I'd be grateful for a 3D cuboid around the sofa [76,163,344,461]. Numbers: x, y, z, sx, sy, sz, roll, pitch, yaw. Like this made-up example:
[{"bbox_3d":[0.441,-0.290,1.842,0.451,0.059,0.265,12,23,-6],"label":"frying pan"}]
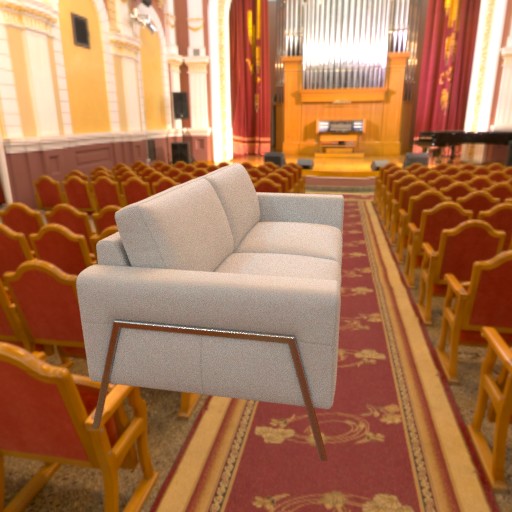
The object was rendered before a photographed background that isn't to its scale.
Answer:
[{"bbox_3d":[0.000,0.000,2.490,0.953,0.875,2.017,3,18,11],"label":"sofa"}]
